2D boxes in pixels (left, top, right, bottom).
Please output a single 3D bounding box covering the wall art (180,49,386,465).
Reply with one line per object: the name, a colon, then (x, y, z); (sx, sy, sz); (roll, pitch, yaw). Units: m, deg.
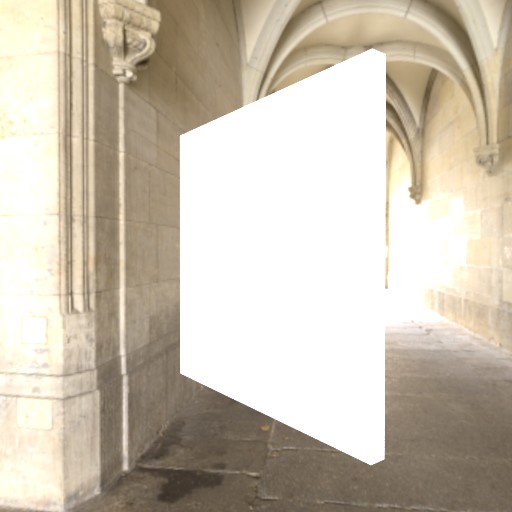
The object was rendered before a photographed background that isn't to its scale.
wall art: (0.000, 0.000, 0.828); (0.028, 0.559, 0.559); (0, 1, -37)
